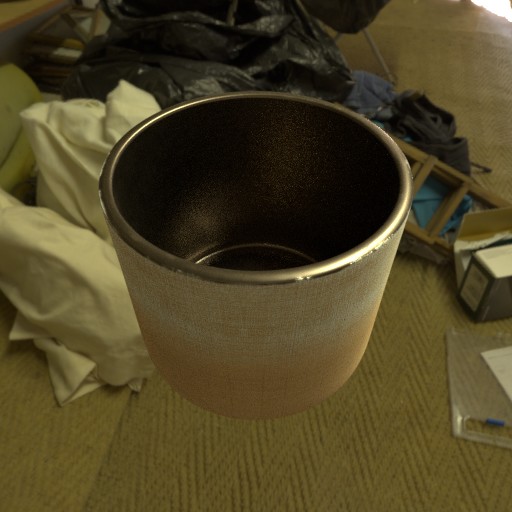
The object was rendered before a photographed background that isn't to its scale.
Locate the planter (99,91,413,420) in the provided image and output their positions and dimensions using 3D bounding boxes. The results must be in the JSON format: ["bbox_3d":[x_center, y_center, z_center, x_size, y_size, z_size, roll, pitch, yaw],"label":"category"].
[{"bbox_3d":[0.000,0.000,0.439,0.254,0.221,0.254,0,47,0],"label":"planter"}]
